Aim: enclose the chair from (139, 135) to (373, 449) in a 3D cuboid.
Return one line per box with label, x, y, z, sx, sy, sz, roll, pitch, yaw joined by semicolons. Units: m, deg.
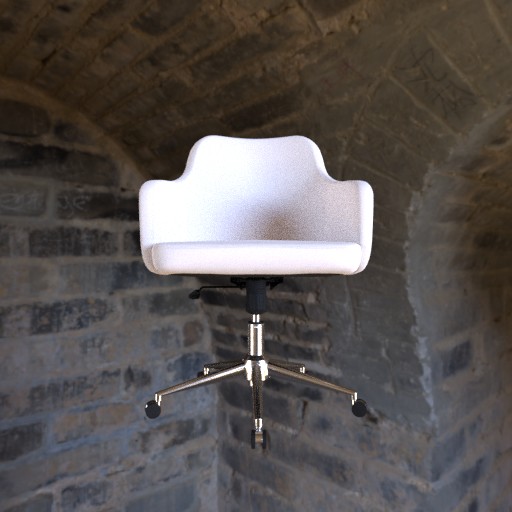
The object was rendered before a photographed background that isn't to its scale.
chair;0.000;0.000;1.248;0.602;0.819;0.647;0;0;-1
